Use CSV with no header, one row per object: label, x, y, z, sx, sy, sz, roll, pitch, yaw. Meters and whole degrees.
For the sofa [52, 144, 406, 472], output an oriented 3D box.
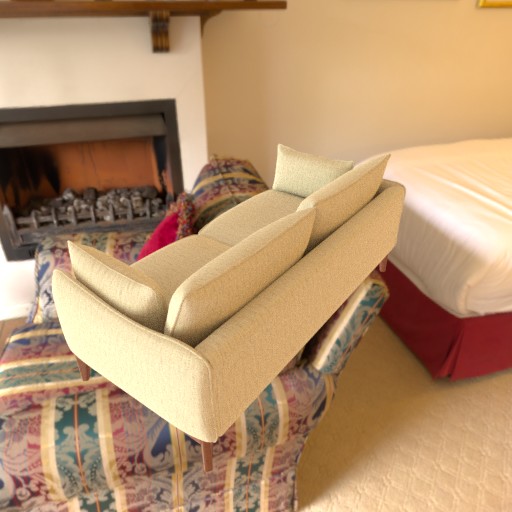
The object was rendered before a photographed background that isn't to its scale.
sofa,0.000,0.000,2.509,0.991,0.860,1.989,21,38,30
